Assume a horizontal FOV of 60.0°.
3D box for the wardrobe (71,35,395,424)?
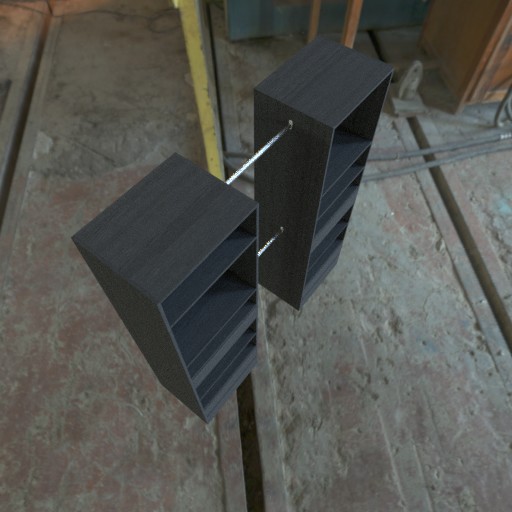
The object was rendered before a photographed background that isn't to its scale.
[{"bbox_3d":[0.000,0.000,2.894,0.480,2.000,1.770,33,63,19],"label":"wardrobe"}]
